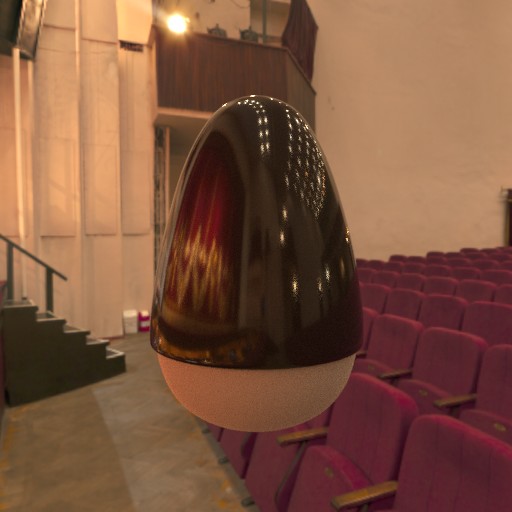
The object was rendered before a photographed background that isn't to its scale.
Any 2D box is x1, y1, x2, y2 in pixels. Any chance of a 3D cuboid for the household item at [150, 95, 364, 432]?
[{"bbox_3d":[0.000,0.000,0.217,0.102,0.152,0.104,-1,3,-20],"label":"household item"}]
